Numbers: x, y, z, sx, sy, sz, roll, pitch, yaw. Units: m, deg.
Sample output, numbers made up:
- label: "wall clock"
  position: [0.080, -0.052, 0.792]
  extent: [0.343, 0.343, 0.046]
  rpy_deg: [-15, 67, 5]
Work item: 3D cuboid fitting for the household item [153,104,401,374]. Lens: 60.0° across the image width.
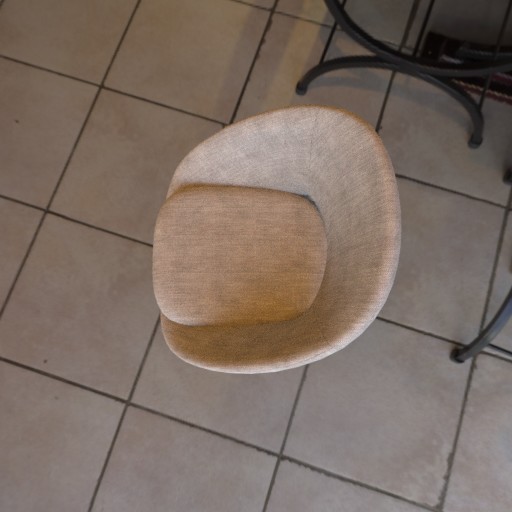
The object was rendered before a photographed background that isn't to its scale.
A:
- label: "household item"
  position: [0.000, 0.000, 1.284]
  extent: [0.587, 0.869, 0.643]
  rpy_deg: [-1, 77, 0]
